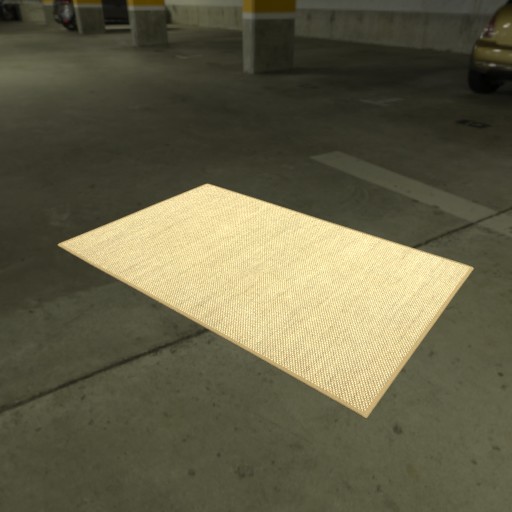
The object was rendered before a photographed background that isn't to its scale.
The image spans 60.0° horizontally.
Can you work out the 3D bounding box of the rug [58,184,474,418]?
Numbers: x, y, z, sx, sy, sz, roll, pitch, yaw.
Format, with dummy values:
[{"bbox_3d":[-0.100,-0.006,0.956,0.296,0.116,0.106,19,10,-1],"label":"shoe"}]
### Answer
[{"bbox_3d":[0.000,0.000,2.088,1.667,0.013,1.062,22,37,33],"label":"rug"}]
